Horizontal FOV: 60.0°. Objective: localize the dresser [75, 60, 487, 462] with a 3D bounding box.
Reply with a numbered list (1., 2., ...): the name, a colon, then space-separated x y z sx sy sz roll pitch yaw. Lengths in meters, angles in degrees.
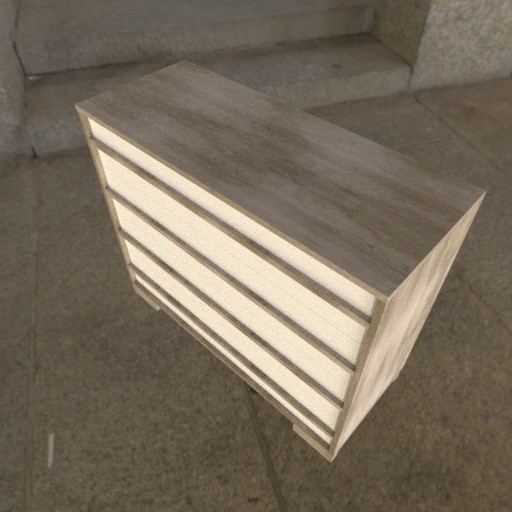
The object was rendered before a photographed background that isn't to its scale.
1. dresser: 0.000 0.000 1.388 0.994 0.816 0.404 34 55 28
